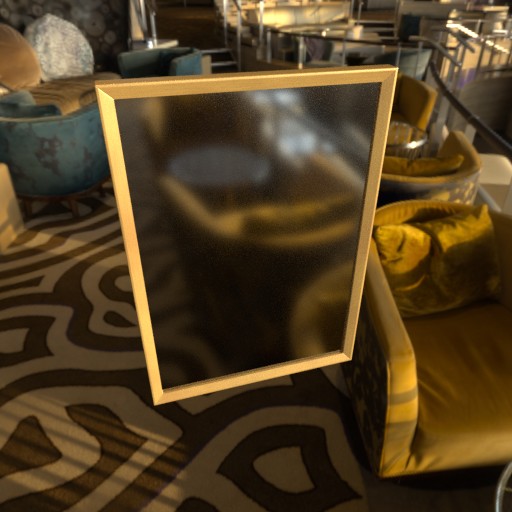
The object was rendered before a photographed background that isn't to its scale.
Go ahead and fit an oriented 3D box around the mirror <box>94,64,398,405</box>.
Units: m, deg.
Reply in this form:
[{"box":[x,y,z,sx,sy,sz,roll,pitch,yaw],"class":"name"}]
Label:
[{"box":[0.000,0.000,0.918,0.507,0.710,0.039,-9,34,-14],"class":"mirror"}]
